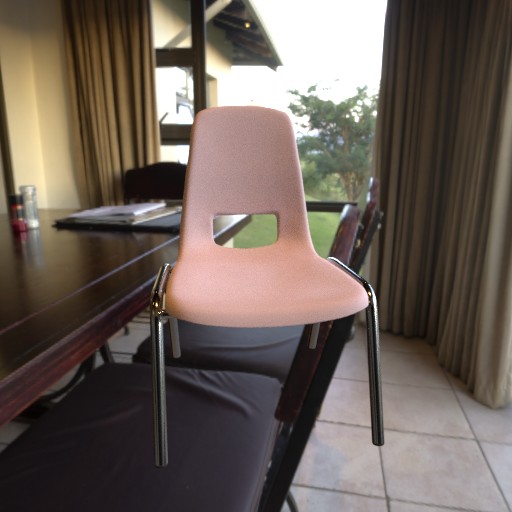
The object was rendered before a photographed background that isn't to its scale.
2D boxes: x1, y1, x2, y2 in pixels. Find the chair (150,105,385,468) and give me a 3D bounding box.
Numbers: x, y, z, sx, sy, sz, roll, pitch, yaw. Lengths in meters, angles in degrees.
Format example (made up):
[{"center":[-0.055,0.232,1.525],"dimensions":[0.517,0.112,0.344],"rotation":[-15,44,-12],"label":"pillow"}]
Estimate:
[{"center":[0.000,0.000,0.785],"dimensions":[0.354,0.536,0.385],"rotation":[-2,14,-8],"label":"chair"}]
